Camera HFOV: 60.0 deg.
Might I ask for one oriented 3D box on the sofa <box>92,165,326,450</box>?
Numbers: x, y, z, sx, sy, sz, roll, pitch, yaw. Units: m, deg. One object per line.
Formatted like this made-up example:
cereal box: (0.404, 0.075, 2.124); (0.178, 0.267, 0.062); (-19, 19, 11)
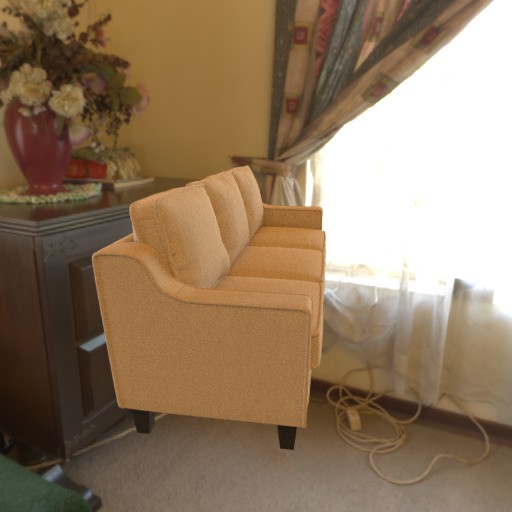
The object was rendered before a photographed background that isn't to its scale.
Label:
sofa: (0.000, 0.000, 2.530); (0.791, 0.902, 2.131); (2, 15, 9)
